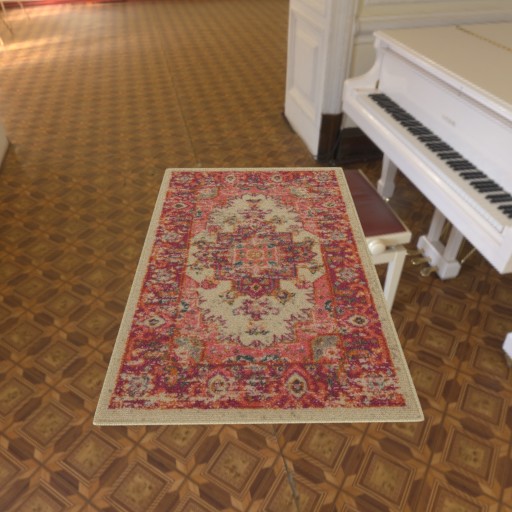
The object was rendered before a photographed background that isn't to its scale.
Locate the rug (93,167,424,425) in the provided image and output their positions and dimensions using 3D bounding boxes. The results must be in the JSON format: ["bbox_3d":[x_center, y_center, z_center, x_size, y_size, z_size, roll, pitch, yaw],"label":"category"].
[{"bbox_3d":[0.000,0.000,1.071,0.556,0.004,0.868,0,40,-1],"label":"rug"}]
